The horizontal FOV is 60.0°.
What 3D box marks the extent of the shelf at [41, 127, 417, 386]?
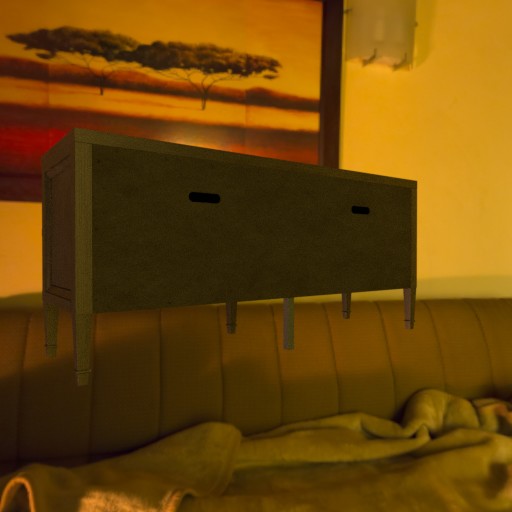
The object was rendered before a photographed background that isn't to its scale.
[{"bbox_3d":[0.000,0.000,1.872,1.575,0.719,0.479,0,1,-36],"label":"shelf"}]
